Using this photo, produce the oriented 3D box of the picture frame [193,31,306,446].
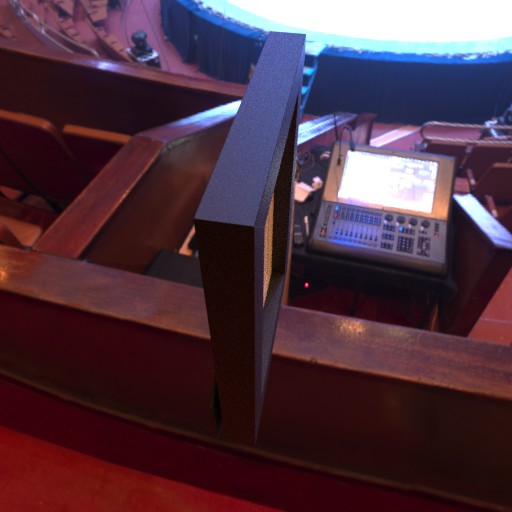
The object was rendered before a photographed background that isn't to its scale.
[{"bbox_3d":[0.000,0.000,0.276,0.028,0.208,0.157,8,49,7],"label":"picture frame"}]
